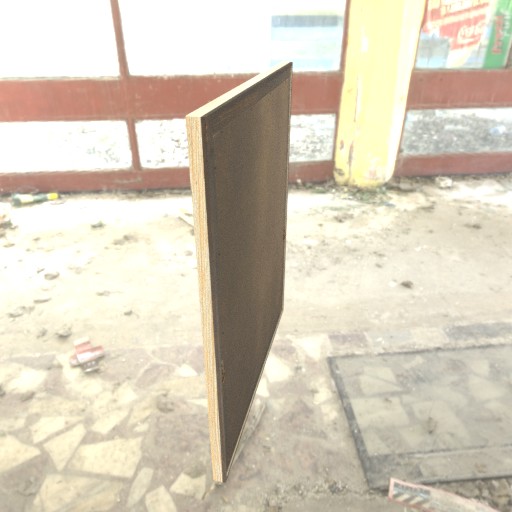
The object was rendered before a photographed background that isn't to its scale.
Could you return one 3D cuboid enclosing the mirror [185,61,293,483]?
[{"bbox_3d":[0.000,0.000,1.185,0.032,0.882,0.730,7,31,12],"label":"mirror"}]
